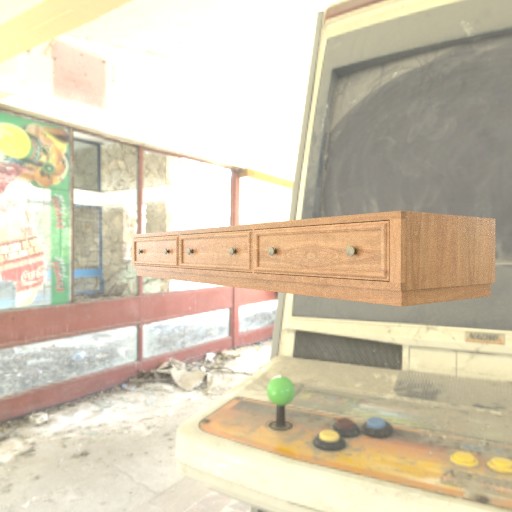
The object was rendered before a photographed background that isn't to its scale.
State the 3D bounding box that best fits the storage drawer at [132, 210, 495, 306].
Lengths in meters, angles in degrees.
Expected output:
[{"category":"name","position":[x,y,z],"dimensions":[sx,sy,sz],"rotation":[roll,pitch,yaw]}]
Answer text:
[{"category":"storage drawer","position":[0.000,0.000,2.170],"dimensions":[0.538,0.264,2.032],"rotation":[0,1,-36]}]
